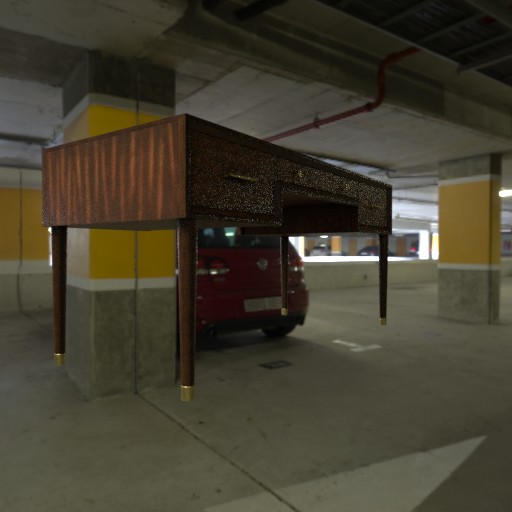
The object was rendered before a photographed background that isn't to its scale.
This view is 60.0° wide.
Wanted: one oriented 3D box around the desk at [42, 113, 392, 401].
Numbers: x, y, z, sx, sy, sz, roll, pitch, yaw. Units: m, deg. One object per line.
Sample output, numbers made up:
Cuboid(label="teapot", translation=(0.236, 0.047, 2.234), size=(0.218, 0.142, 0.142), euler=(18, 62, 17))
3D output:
Cuboid(label="desk", translation=(0.000, 0.000, 1.992), size=(0.724, 0.762, 1.575), euler=(1, 1, 36))
